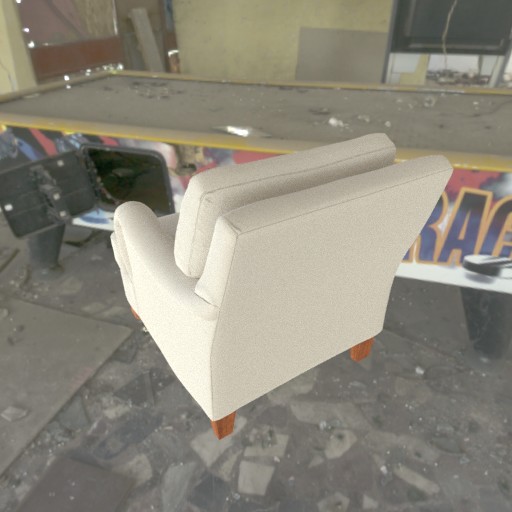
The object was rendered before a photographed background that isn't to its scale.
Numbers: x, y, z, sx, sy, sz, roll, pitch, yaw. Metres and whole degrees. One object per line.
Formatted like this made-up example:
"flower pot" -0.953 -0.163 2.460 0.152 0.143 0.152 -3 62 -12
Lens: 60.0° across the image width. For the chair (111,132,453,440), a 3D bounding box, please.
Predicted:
"chair" 0.000 0.000 1.852 0.955 1.038 1.070 -19 35 -29
